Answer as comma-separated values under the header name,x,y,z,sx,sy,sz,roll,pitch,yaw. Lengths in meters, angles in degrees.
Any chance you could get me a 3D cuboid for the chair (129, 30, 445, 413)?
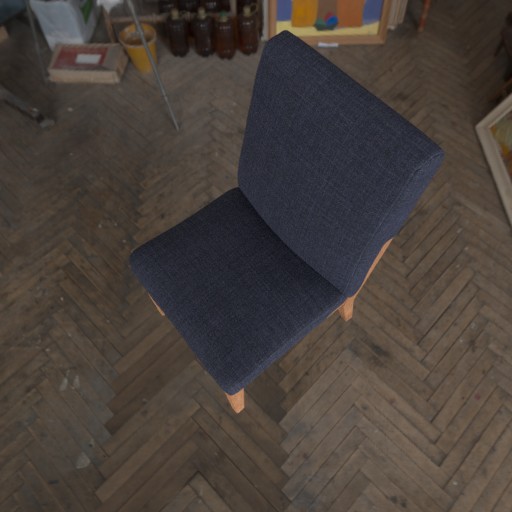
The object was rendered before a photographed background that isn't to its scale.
name,x,y,z,sx,sy,sz,roll,pitch,yaw
chair,0.000,0.000,1.248,0.586,0.911,0.507,-36,68,-17
